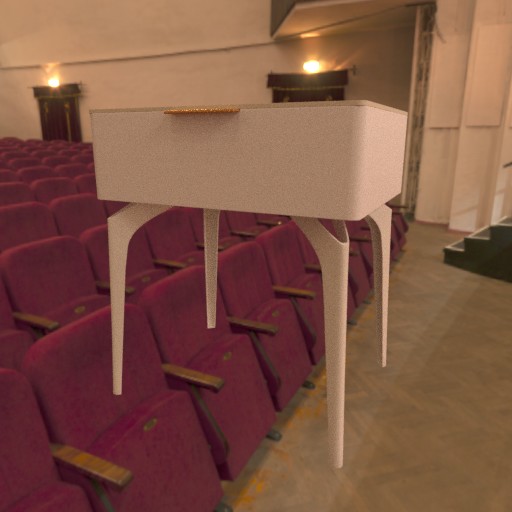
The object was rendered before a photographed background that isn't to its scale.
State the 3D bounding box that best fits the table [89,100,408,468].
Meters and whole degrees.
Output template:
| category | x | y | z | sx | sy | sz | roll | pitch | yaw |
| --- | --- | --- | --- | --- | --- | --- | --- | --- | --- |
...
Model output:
| category | x | y | z | sx | sy | sz | roll | pitch | yaw |
| --- | --- | --- | --- | --- | --- | --- | --- | --- | --- |
| table | 0.000 | 0.000 | 0.916 | 0.500 | 0.570 | 0.400 | 7 | 17 | 26 |
